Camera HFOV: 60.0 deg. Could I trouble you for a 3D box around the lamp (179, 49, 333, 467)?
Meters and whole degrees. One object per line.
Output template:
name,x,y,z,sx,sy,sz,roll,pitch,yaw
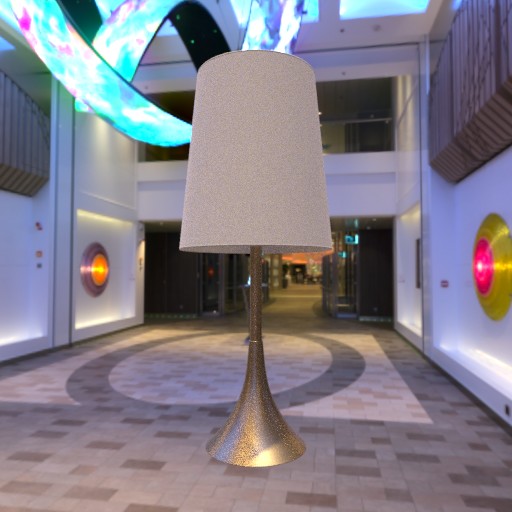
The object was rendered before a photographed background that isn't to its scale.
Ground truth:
lamp,0.000,0.000,0.676,0.231,0.569,0.231,0,-2,0
